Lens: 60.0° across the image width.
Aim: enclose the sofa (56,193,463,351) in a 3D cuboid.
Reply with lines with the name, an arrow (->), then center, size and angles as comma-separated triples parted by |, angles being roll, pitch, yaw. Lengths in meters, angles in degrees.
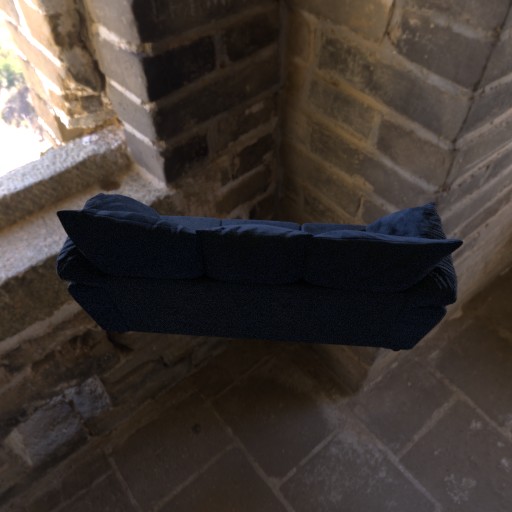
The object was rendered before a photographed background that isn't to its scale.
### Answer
sofa -> 0.000, 0.000, 2.906 | 2.390, 1.091, 0.907 | 3, 47, 3
